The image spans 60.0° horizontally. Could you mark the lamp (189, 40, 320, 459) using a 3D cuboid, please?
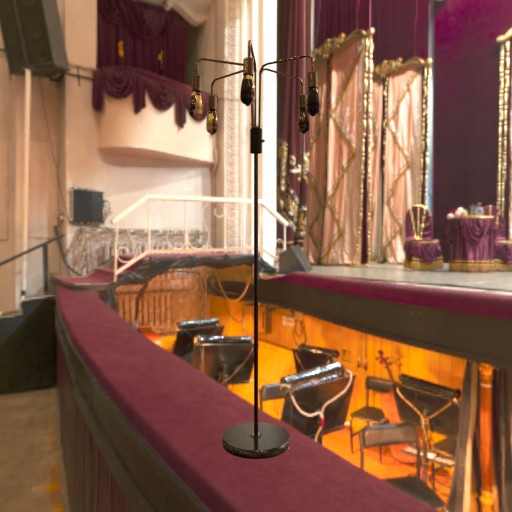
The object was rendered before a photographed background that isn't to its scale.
[{"bbox_3d":[0.000,0.000,2.028,0.599,1.721,0.572,-1,1,-35],"label":"lamp"}]
